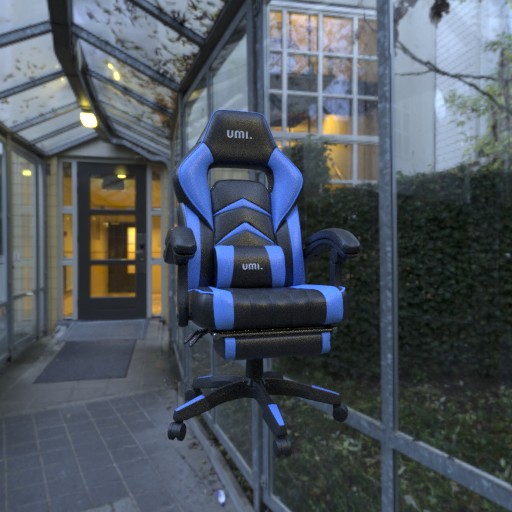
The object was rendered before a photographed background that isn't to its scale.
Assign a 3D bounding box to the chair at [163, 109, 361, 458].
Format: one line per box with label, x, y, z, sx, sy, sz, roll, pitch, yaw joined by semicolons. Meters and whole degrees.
chair;0.000;0.000;1.724;0.700;1.280;0.700;0;1;-16
